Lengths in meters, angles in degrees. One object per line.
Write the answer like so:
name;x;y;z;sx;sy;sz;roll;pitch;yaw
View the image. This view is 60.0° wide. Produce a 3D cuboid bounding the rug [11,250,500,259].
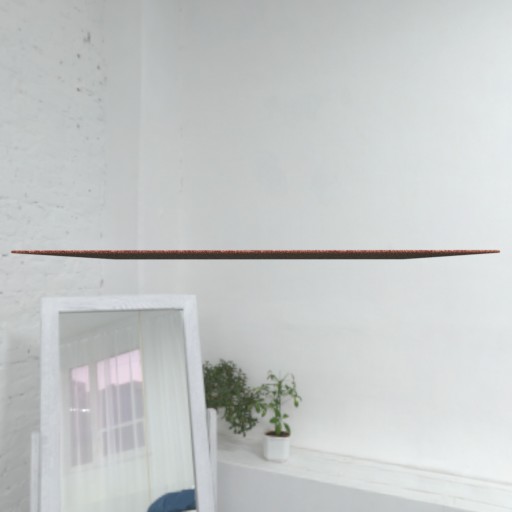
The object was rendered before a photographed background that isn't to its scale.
rug;0.000;0.000;2.963;2.438;0.015;1.524;0;-2;1
